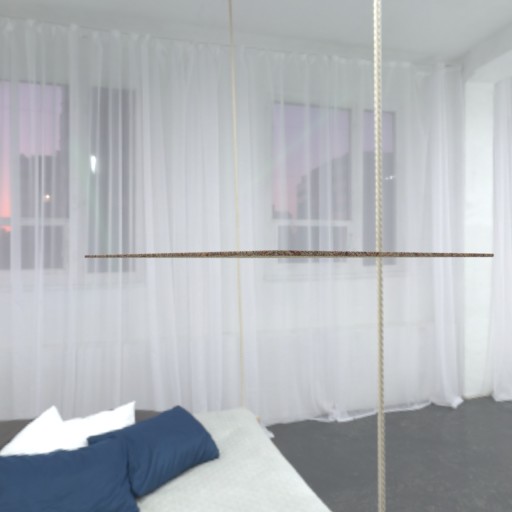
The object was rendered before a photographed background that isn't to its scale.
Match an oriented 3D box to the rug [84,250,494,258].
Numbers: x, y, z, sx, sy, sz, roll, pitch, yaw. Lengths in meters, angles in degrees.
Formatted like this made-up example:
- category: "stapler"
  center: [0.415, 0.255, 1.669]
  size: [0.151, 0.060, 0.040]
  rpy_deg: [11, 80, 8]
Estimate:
- category: "rug"
  center: [0.000, 0.000, 2.867]
  size: [1.523, 0.019, 2.285]
  rpy_deg: [0, -1, -37]
